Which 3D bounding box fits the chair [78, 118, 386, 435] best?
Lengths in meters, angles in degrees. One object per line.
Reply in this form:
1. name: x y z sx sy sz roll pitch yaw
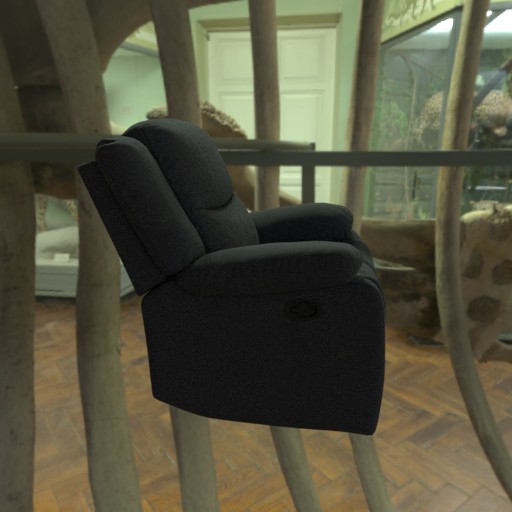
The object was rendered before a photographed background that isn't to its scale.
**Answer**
1. chair: 0.000 0.000 1.699 0.944 1.008 0.899 3 16 9
